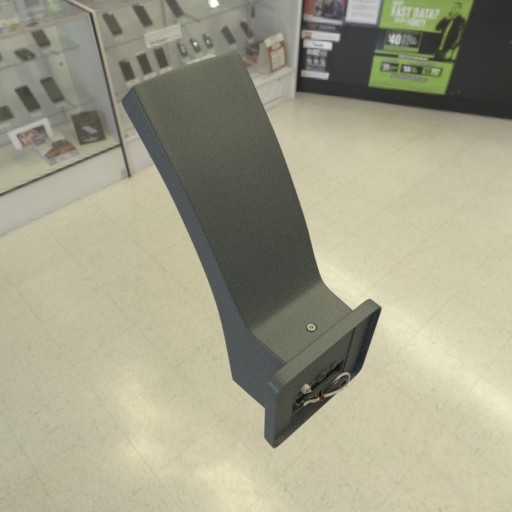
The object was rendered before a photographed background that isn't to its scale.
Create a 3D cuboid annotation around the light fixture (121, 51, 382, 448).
[{"bbox_3d":[0.000,0.000,0.331,0.108,0.243,0.174,-32,54,-27],"label":"light fixture"}]
